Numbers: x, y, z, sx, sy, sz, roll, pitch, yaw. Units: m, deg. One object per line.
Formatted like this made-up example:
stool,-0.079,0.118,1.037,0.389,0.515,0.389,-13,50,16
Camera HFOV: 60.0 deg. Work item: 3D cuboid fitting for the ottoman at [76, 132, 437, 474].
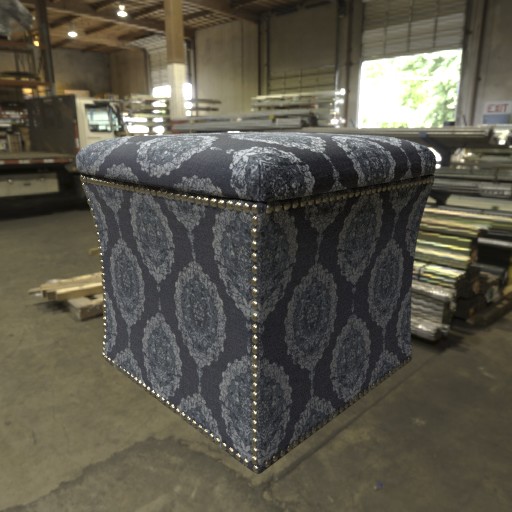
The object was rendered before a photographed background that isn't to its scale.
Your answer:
ottoman,0.000,0.000,0.882,0.497,0.475,0.507,-15,22,-43
